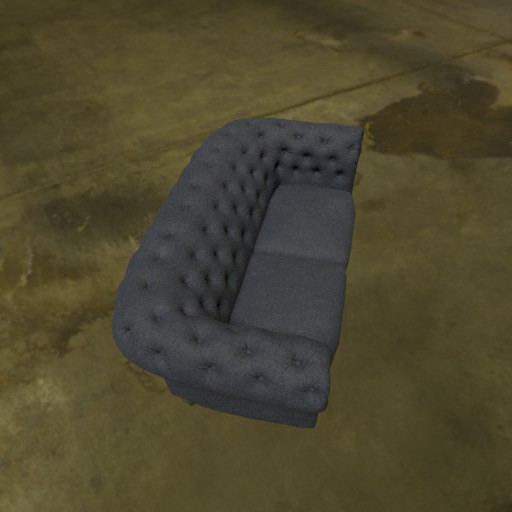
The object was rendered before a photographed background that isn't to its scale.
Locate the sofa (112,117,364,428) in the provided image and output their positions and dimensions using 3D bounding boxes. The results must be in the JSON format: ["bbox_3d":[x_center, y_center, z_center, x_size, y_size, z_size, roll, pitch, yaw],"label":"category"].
[{"bbox_3d":[0.000,0.000,2.614,1.082,0.833,1.988,10,47,9],"label":"sofa"}]
